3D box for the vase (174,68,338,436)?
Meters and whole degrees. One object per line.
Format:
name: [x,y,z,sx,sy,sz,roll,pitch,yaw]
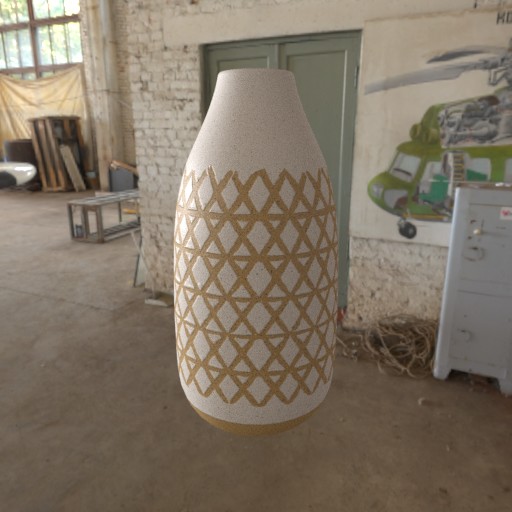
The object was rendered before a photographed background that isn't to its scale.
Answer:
vase: [0.000,0.000,0.495,0.186,0.380,0.186,0,16,0]
